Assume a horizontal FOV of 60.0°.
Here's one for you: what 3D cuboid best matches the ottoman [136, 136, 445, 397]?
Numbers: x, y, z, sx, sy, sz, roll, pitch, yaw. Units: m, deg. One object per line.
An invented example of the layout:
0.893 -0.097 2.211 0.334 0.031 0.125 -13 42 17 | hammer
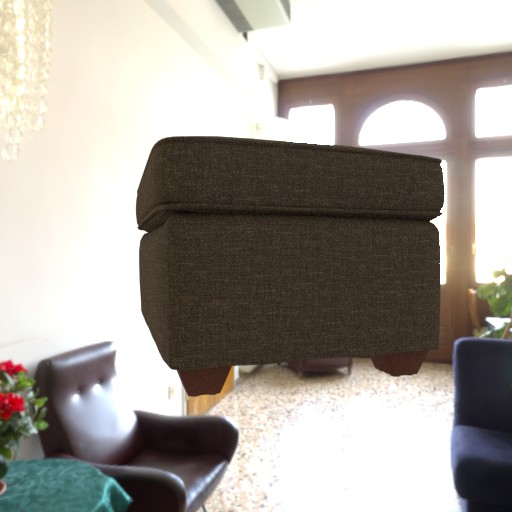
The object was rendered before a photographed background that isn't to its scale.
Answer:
0.000 0.000 1.090 0.549 0.450 0.749 0 0 -18 | ottoman
